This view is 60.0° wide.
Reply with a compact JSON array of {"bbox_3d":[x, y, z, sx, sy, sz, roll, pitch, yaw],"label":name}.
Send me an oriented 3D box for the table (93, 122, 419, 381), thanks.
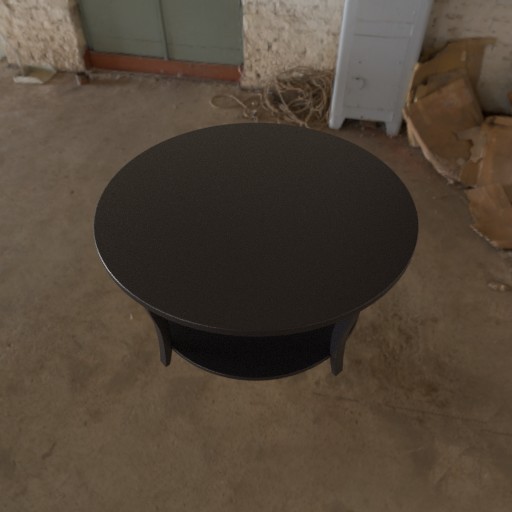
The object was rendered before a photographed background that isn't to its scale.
[{"bbox_3d":[0.000,0.000,1.446,0.914,0.457,0.914,0,45,0],"label":"table"}]
